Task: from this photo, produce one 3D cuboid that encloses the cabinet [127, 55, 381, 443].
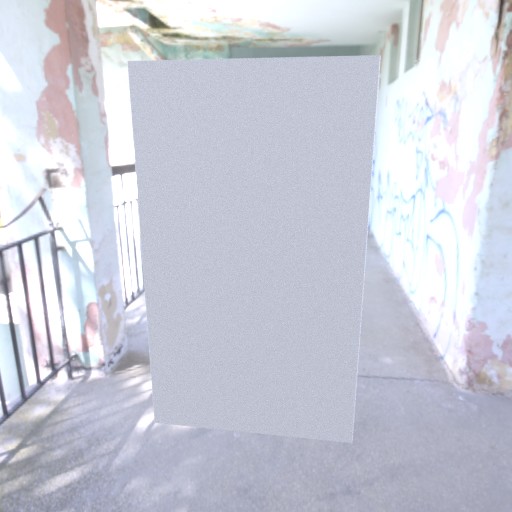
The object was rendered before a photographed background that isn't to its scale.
[{"bbox_3d":[0.000,0.000,2.688,1.250,2.160,0.480,2,17,8],"label":"cabinet"}]
